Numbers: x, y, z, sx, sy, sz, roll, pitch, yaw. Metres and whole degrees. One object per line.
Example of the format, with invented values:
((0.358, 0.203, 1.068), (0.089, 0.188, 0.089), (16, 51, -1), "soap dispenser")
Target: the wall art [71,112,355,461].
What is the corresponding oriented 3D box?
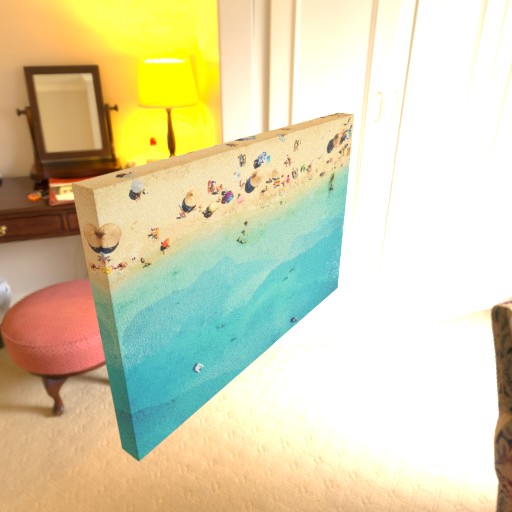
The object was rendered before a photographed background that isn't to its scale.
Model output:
((0.000, 0.000, 0.772), (0.039, 0.406, 0.609), (19, 32, 33), "wall art")
